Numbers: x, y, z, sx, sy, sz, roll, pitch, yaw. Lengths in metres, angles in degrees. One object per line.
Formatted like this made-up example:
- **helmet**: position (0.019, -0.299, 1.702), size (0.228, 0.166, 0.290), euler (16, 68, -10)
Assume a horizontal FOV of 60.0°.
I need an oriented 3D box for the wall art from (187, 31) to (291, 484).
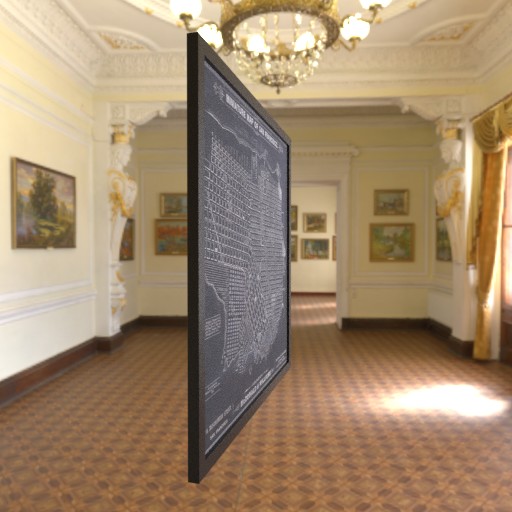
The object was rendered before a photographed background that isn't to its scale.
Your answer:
- **wall art**: position (0.000, 0.000, 1.181), size (0.022, 0.807, 0.807), euler (0, 1, 16)
